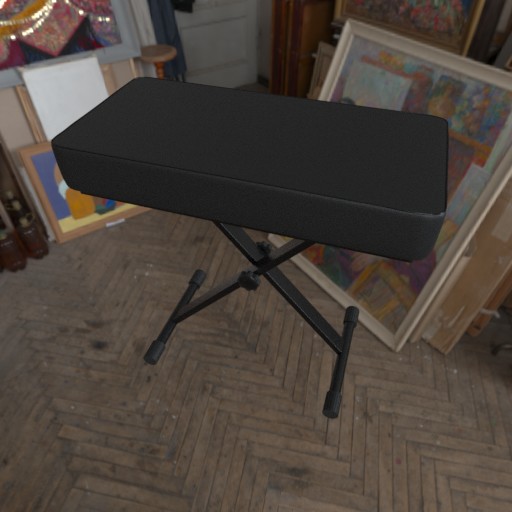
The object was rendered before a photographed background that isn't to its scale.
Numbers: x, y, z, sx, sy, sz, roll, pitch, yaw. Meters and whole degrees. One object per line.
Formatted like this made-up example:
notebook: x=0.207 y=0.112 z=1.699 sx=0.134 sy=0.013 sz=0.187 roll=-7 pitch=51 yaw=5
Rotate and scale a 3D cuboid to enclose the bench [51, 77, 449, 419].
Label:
bench: x=0.000 y=0.000 z=0.913 sx=0.600 sy=0.561 sz=0.300 roll=13 pitch=45 yaw=13
